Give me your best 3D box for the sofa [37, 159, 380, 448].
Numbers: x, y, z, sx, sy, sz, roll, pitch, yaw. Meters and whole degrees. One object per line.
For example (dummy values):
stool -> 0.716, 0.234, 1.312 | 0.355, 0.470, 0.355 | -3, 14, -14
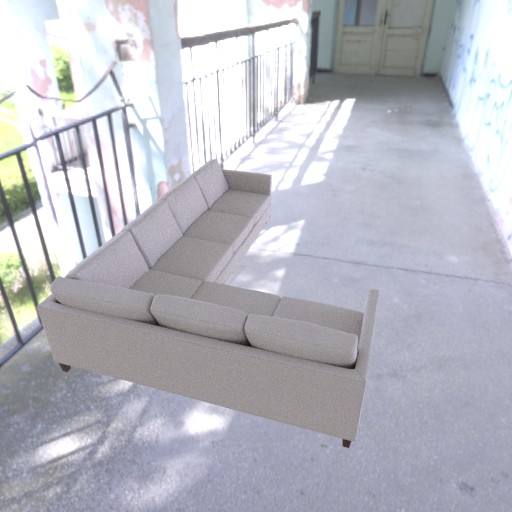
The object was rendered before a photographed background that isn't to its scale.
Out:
sofa -> 0.000, 0.000, 4.377 | 2.432, 0.863, 3.182 | 9, 32, 15
